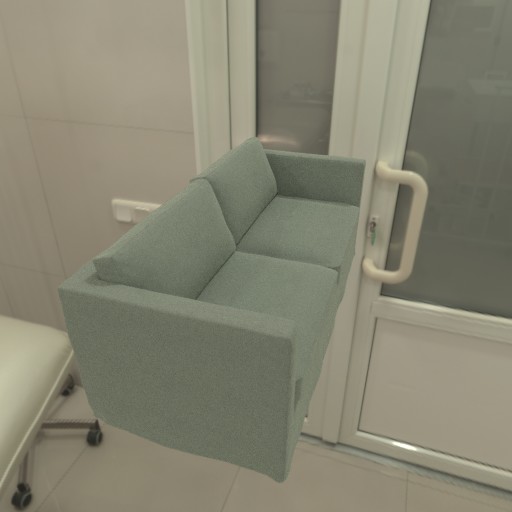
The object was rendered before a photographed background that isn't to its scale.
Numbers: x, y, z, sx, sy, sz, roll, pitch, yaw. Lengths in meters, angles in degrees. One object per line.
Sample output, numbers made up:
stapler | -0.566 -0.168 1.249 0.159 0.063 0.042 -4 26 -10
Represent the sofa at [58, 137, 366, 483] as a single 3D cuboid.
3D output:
sofa | 0.000 0.000 2.474 0.940 0.870 1.987 10 31 16
